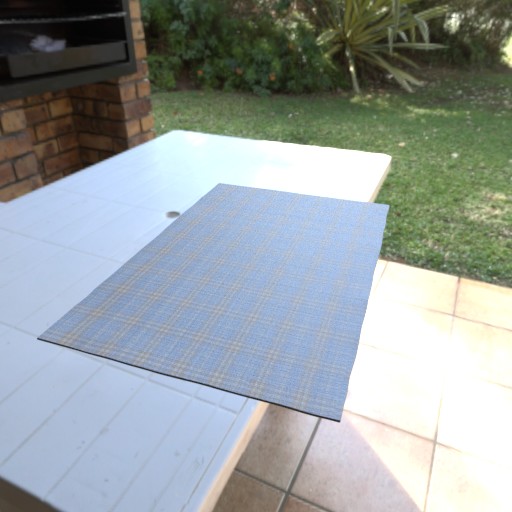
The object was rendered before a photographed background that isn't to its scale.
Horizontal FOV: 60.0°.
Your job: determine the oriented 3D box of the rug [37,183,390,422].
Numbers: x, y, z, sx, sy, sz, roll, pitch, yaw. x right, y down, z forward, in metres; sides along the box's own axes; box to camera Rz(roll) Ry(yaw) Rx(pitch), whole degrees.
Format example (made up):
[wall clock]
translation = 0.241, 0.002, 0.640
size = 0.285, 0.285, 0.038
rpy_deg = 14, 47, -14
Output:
[rug]
translation = 0.000, 0.000, 2.345
size = 1.231, 0.012, 1.835
rpy_deg = 10, 32, 17
